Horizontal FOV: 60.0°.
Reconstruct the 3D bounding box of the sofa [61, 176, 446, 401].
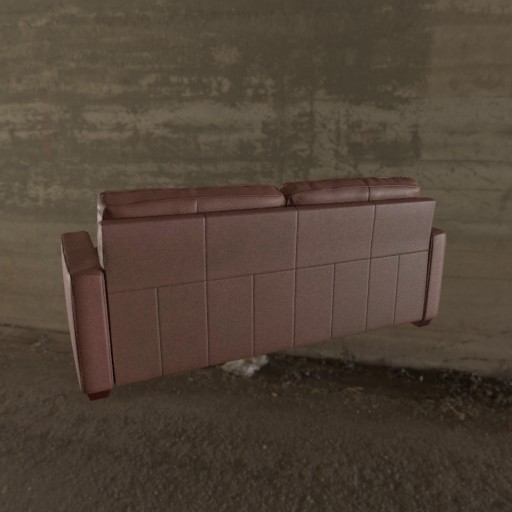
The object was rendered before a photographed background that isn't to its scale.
[{"bbox_3d":[0.000,0.000,2.595,2.080,0.919,0.940,-7,16,-24],"label":"sofa"}]
